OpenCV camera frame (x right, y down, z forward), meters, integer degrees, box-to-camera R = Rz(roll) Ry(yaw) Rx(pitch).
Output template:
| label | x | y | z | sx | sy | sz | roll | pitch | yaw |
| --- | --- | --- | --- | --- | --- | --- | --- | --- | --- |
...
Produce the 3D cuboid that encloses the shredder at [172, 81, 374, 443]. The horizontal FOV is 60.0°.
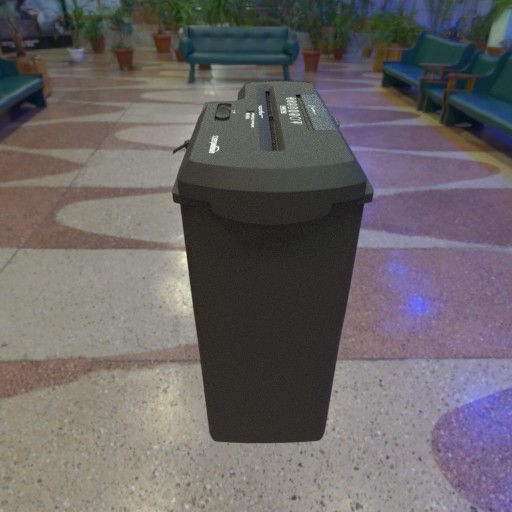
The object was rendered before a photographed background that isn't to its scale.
| label | x | y | z | sx | sy | sz | roll | pitch | yaw |
| --- | --- | --- | --- | --- | --- | --- | --- | --- | --- |
| shredder | 0.000 | 0.000 | 0.507 | 0.170 | 0.335 | 0.320 | 0 | 32 | 0 |
